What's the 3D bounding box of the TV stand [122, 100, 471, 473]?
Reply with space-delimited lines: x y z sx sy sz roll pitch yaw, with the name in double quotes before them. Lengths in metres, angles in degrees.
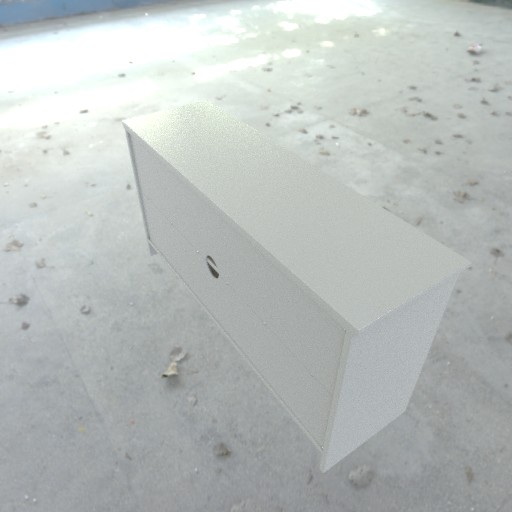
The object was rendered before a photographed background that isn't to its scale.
"TV stand" 0.000 0.000 1.456 0.344 0.603 1.167 -24 45 -26
